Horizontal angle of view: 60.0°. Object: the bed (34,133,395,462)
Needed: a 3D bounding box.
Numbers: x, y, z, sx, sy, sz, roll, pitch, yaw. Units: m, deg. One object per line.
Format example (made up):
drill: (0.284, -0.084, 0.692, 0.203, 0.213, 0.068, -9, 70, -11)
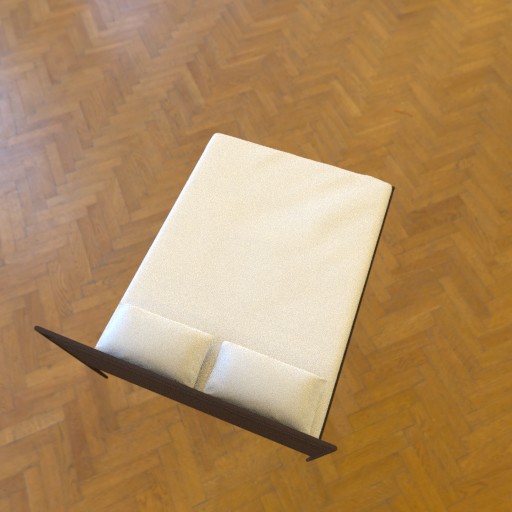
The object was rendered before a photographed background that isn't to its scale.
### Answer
bed: (0.000, 0.000, 3.056, 1.572, 1.173, 2.122, 19, 64, 9)
